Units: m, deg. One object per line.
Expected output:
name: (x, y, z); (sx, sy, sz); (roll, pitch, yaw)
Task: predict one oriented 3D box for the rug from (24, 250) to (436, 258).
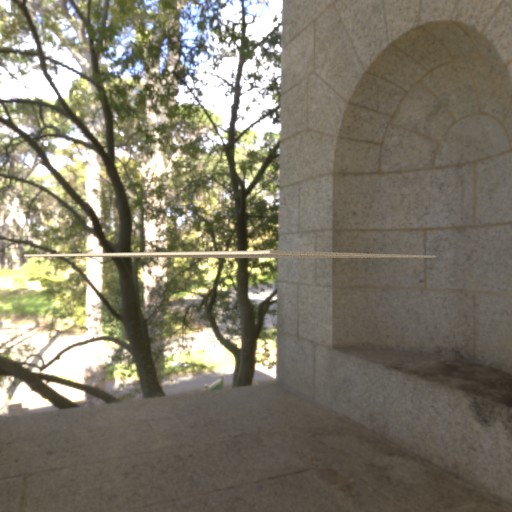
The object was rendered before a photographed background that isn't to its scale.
rug: (0.000, 0.000, 4.073); (2.407, 0.020, 3.051); (0, -1, 36)
